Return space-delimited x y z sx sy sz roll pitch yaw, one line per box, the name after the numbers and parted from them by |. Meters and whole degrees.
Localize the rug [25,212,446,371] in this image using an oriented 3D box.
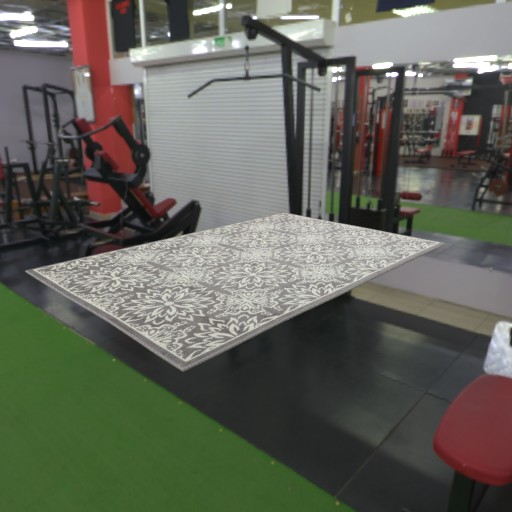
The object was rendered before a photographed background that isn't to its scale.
0.000 0.000 2.298 1.224 0.012 1.847 16 24 42 | rug
